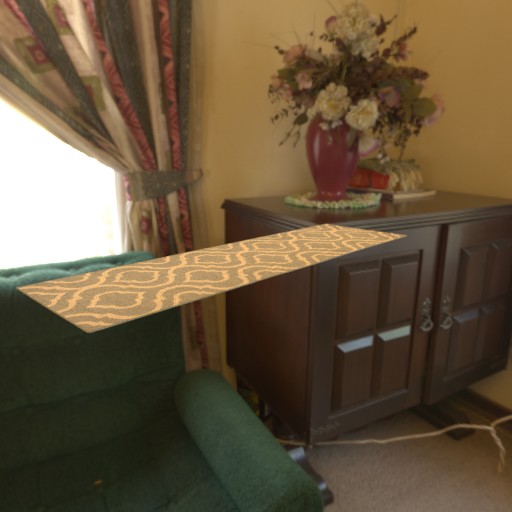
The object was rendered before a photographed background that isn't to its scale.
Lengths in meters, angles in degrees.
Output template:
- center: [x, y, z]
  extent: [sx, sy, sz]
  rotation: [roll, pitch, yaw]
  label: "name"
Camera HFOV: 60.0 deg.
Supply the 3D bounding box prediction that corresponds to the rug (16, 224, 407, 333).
- center: [0.000, 0.000, 2.469]
  extent: [0.684, 0.009, 2.275]
  rotation: [13, 19, 43]
  label: "rug"
